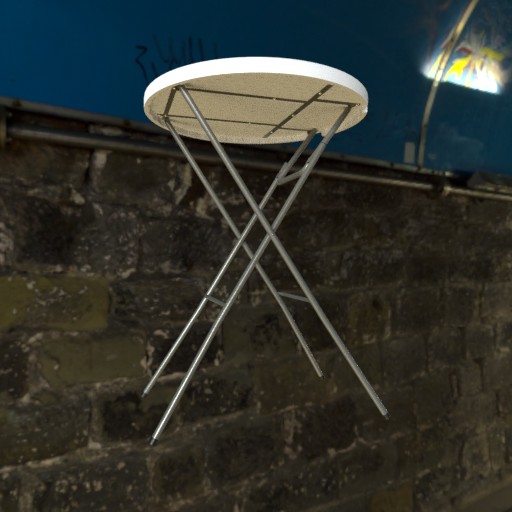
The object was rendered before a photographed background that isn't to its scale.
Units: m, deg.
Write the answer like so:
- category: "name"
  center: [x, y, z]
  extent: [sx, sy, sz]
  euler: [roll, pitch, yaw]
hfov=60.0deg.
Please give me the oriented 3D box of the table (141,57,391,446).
- category: "table"
  center: [0.000, 0.000, 1.619]
  extent: [0.795, 1.105, 0.792]
  euler: [0, 0, -17]
